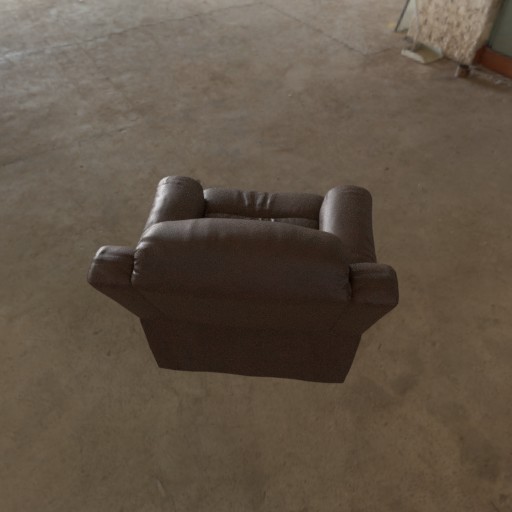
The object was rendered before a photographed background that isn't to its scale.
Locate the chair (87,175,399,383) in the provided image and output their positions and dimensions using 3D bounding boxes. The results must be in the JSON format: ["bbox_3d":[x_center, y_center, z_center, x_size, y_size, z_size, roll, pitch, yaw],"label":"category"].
[{"bbox_3d":[0.000,0.000,1.251,0.680,0.702,0.707,4,47,4],"label":"chair"}]
